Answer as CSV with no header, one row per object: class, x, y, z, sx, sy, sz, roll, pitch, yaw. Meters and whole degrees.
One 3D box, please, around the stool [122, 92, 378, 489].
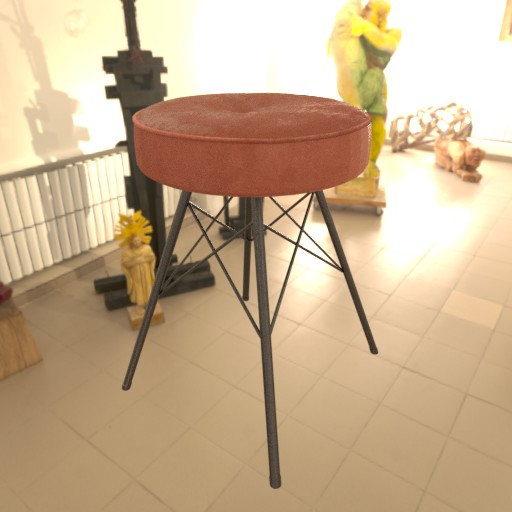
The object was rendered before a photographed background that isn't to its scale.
stool,0.000,0.000,0.900,0.421,0.593,0.457,19,33,31
